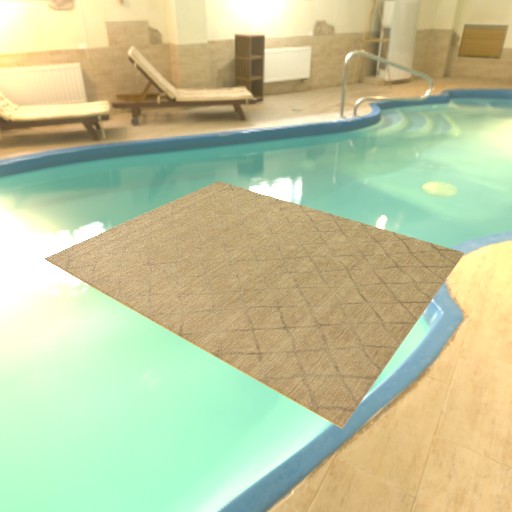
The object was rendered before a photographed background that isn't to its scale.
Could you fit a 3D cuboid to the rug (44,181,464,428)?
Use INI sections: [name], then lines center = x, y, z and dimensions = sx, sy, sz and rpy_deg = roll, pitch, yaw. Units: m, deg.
[rug]
center = 0.000, 0.000, 4.089
dimensions = 3.038, 0.019, 2.420
rpy_deg = 21, 37, 31
